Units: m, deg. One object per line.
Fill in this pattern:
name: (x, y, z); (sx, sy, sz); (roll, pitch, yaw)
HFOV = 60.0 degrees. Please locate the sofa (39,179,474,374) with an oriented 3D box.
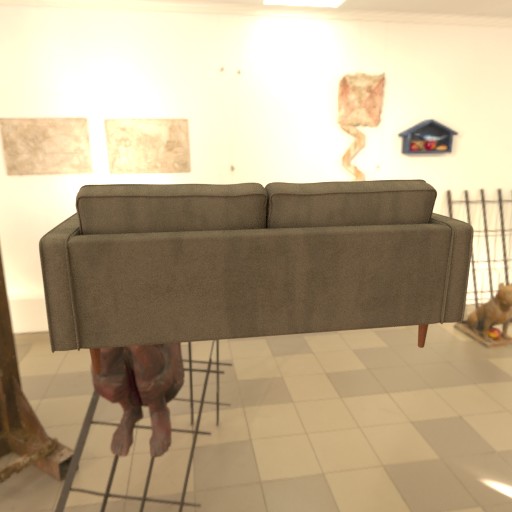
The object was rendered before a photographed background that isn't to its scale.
sofa: (0.000, 0.000, 2.359); (1.920, 0.825, 0.924); (-2, 15, -9)
